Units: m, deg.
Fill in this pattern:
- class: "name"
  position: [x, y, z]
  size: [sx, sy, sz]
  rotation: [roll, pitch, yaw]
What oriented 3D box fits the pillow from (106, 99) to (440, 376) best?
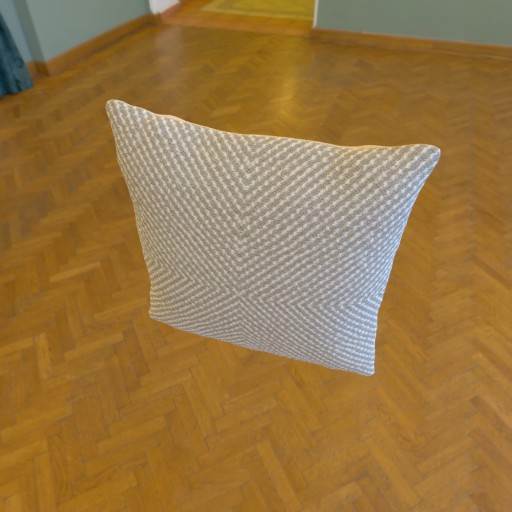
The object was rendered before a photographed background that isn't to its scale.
- class: "pillow"
  position: [0.000, 0.000, 0.723]
  size: [0.459, 0.458, 0.181]
  rotation: [12, 44, 13]
